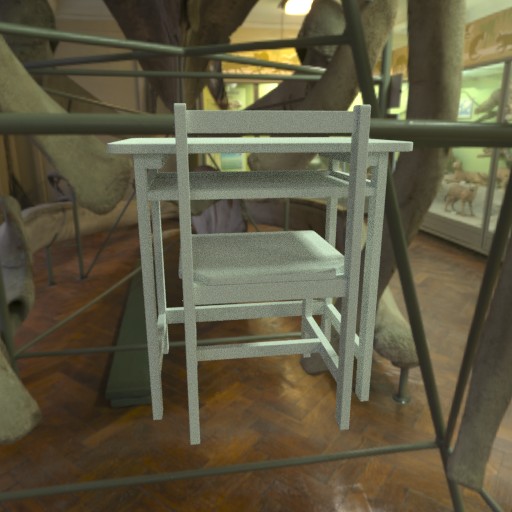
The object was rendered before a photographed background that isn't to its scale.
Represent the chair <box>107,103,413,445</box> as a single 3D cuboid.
[{"bbox_3d":[0.000,0.000,1.068,0.599,0.673,0.461,-2,16,-8],"label":"chair"}]
